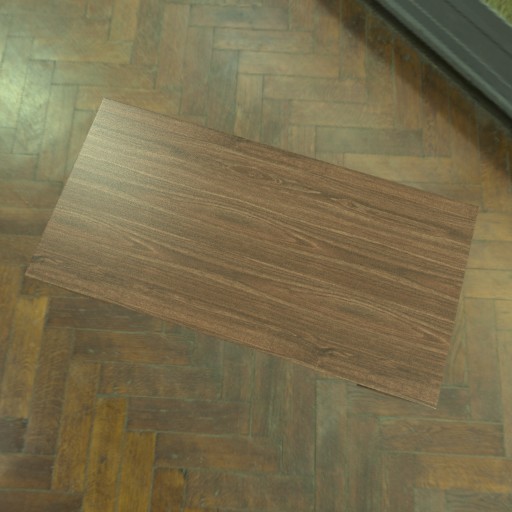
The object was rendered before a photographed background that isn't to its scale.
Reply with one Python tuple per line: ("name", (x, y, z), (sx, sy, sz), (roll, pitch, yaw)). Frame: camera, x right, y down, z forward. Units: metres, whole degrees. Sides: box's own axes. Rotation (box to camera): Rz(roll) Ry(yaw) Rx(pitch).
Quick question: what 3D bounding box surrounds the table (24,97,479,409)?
("table", (0.000, 0.000, 1.486), (1.200, 0.400, 0.600), (17, 77, 4))
